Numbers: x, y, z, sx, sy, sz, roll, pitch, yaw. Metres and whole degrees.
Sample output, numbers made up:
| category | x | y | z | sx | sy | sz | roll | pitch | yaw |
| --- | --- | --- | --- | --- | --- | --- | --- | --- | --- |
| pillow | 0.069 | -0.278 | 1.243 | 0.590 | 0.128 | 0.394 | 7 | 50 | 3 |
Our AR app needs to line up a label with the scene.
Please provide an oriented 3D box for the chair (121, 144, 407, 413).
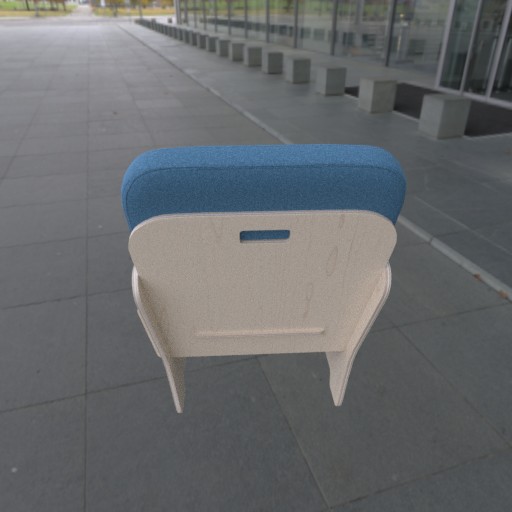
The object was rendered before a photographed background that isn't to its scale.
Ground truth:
| category | x | y | z | sx | sy | sz | roll | pitch | yaw |
| --- | --- | --- | --- | --- | --- | --- | --- | --- | --- |
| chair | 0.000 | 0.000 | 1.178 | 0.547 | 0.747 | 0.657 | -2 | 30 | -3 |
